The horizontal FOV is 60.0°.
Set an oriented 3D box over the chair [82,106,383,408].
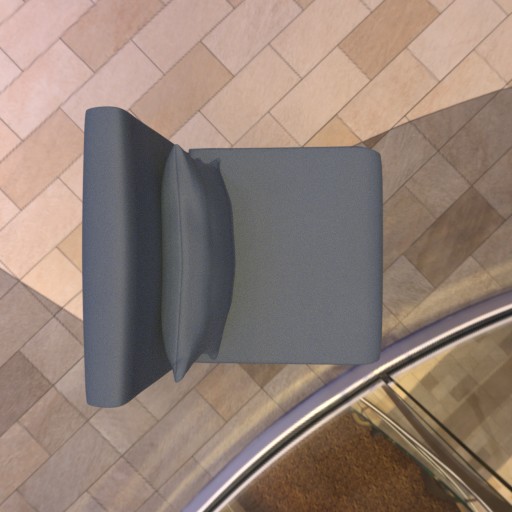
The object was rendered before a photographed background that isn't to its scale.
[{"bbox_3d":[0.000,0.000,1.509,0.900,0.808,0.770,0,91,-1],"label":"chair"}]
